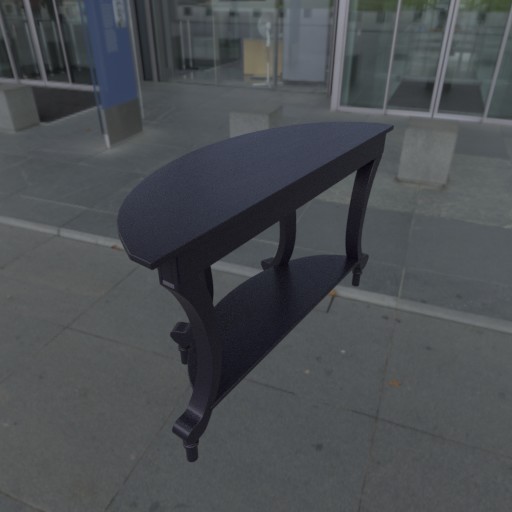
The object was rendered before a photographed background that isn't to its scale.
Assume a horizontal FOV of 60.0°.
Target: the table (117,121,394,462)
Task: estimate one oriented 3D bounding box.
[{"bbox_3d":[0.000,0.000,1.510,0.394,0.692,1.198,21,37,30],"label":"table"}]
